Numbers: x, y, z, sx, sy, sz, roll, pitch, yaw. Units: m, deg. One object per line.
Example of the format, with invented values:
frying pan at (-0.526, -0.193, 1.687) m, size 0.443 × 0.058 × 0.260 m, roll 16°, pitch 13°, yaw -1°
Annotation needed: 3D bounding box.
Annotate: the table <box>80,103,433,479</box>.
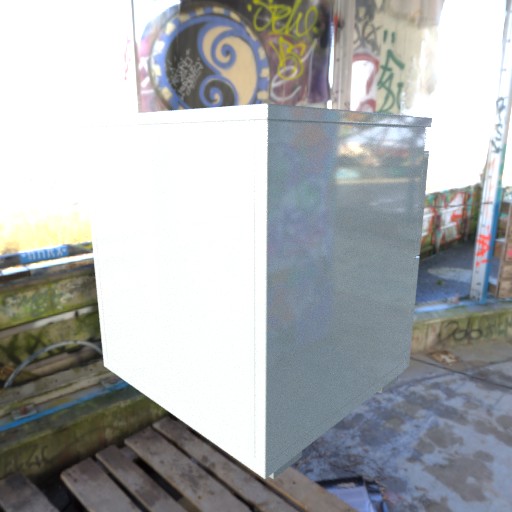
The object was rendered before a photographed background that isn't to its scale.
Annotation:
table at (0.000, 0.000, 0.788) m, size 0.420 × 0.470 × 0.400 m, roll 14°, pitch 20°, yaw 42°
